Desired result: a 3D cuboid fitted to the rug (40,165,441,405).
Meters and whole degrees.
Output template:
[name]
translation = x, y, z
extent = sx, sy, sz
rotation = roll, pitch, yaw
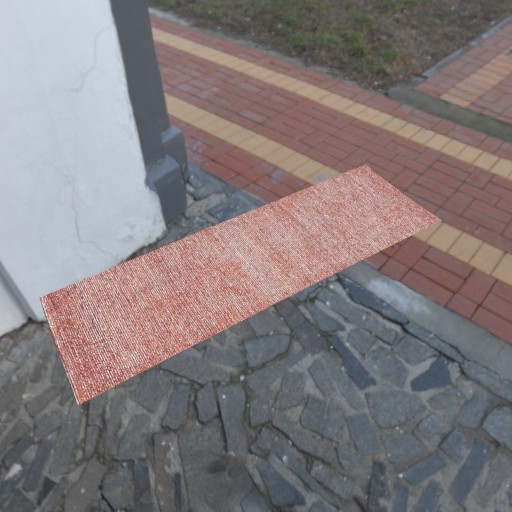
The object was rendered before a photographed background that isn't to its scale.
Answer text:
[rug]
translation = 0.000, 0.000, 2.635
extent = 2.353, 0.013, 0.718
rotation = -24, 52, -21
